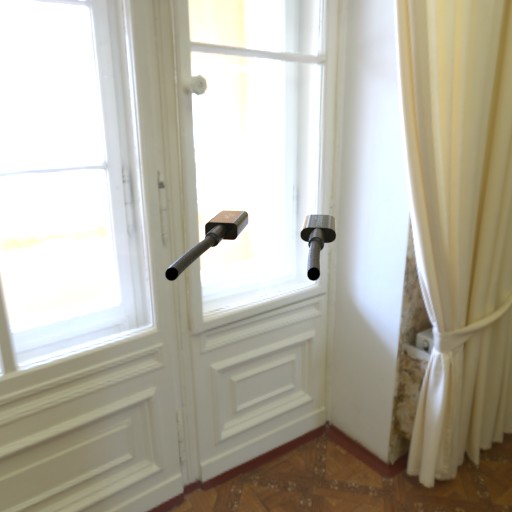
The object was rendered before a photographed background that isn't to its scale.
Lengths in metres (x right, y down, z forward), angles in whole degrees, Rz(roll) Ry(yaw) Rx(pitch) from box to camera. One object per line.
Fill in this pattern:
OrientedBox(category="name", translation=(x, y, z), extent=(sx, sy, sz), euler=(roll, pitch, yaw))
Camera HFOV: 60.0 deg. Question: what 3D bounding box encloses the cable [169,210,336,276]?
OrientedBox(category="cable", translation=(0.000, 0.000, 0.113), extent=(0.040, 0.006, 0.098), euler=(3, 18, 9))
